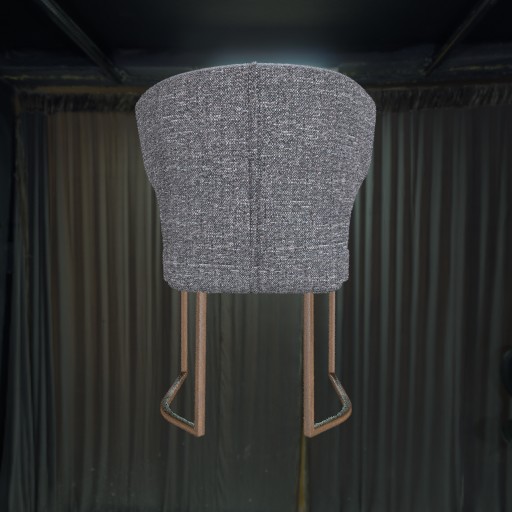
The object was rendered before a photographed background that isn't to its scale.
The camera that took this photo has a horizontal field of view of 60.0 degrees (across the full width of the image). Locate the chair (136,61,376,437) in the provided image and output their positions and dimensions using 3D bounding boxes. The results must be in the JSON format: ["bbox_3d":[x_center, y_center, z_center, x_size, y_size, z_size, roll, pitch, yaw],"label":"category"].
[{"bbox_3d":[0.000,0.000,1.212,0.611,0.824,0.617,0,1,1],"label":"chair"}]
